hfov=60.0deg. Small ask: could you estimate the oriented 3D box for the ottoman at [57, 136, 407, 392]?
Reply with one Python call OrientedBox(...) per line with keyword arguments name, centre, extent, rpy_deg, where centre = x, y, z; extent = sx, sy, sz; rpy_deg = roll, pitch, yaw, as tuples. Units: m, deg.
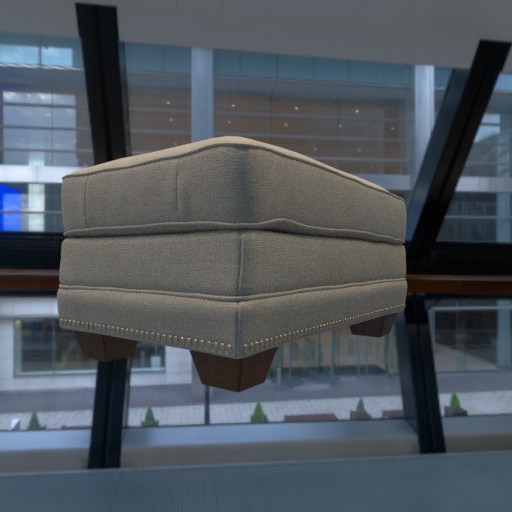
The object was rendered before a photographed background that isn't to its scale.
OrientedBox(name="ottoman", centre=(0.000, 0.000, 1.152), extent=(0.559, 0.458, 0.813), rpy_deg=(0, 0, 37))
